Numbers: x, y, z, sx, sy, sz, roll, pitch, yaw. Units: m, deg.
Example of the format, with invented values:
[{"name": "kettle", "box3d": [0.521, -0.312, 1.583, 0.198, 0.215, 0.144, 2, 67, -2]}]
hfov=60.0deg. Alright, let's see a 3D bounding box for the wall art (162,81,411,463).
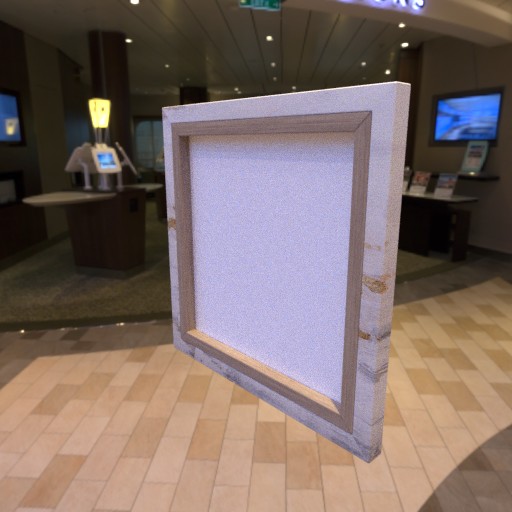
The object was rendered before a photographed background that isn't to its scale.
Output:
[{"name": "wall art", "box3d": [0.000, 0.000, 0.912, 0.040, 0.613, 0.611, -13, 19, -41]}]
